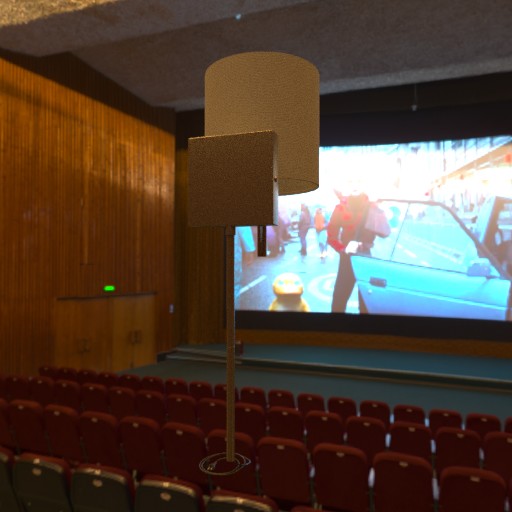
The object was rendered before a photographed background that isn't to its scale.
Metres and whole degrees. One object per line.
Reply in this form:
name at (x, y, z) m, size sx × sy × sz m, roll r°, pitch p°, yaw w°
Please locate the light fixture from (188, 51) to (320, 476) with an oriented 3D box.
light fixture at (0.000, 0.000, 0.702) m, size 0.188 × 0.589 × 0.248 m, roll 0°, pitch -1°, yaw 19°
